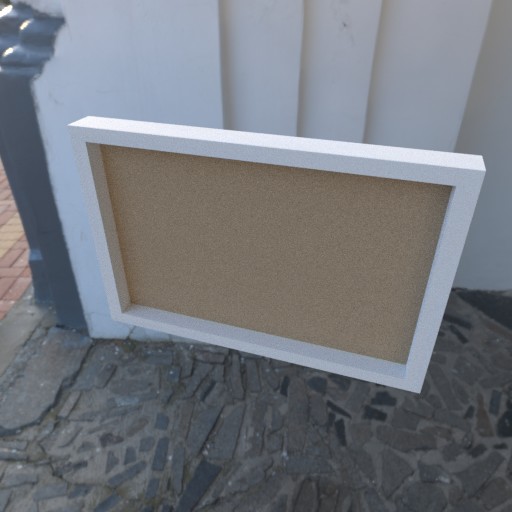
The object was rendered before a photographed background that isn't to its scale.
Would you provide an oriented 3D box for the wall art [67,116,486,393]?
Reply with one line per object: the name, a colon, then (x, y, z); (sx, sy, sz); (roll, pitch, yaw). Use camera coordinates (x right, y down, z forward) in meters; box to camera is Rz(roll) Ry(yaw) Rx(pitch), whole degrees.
wall art: (0.000, 0.000, 0.473); (0.384, 0.254, 0.039); (10, 34, 16)
